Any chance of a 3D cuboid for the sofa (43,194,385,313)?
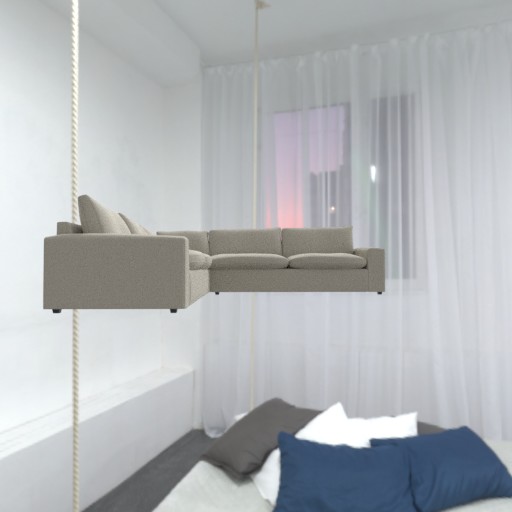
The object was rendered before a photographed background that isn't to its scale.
[{"bbox_3d":[0.000,0.000,4.823,3.206,0.918,3.066,0,-1,-1],"label":"sofa"}]
